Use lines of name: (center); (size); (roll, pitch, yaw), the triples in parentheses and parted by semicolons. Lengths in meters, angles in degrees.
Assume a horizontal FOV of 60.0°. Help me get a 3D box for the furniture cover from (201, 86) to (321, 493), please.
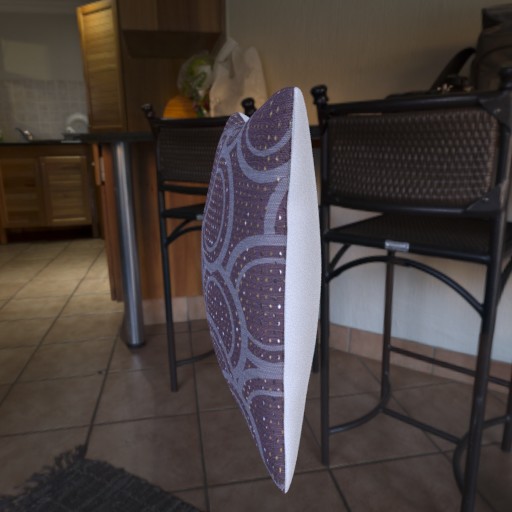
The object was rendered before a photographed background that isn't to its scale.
furniture cover: (0.000, 0.000, 0.782); (0.193, 0.509, 0.552); (-2, 15, -8)
